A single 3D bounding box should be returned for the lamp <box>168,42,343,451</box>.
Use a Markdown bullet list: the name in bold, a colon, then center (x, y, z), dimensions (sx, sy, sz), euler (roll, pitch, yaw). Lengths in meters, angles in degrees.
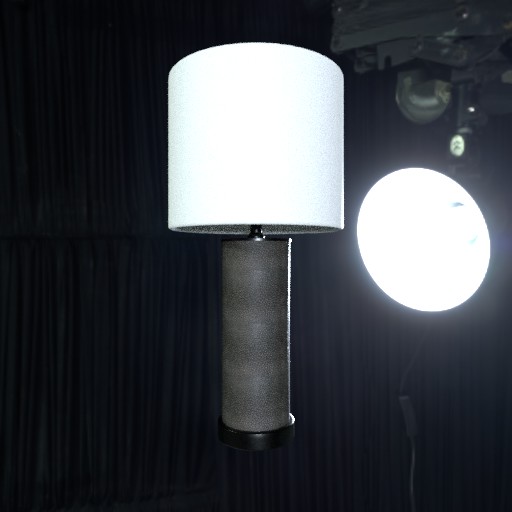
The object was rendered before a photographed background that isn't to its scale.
- **lamp**: center (0.000, 0.000, 0.787), dimensions (0.305, 0.634, 0.305), euler (0, 0, -19)
